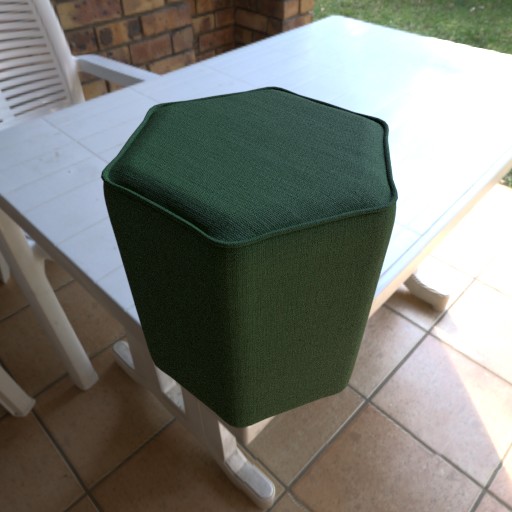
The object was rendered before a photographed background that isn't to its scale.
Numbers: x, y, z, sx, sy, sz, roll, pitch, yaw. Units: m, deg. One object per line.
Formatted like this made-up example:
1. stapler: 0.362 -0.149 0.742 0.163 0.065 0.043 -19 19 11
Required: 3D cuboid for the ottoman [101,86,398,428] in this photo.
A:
1. ottoman: 0.000 0.000 0.882 0.499 0.507 0.444 29 50 27
